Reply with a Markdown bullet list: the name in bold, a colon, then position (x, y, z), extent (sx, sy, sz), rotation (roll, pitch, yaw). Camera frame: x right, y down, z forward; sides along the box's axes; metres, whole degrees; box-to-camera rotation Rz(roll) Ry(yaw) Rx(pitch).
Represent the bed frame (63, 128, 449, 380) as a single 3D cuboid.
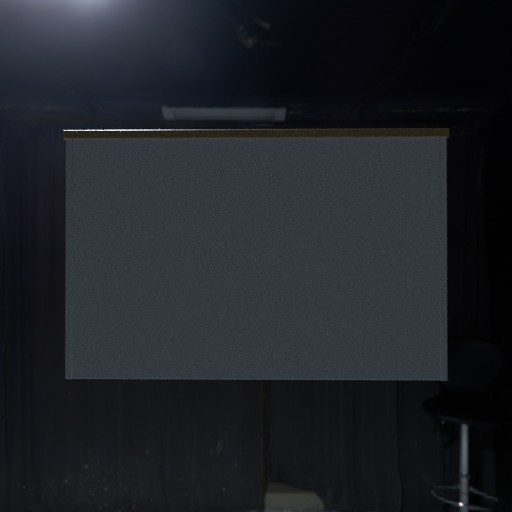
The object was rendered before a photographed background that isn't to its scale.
- **bed frame**: position (0.000, 0.000, 1.704), extent (1.300, 0.850, 0.430), rotation (0, 0, 1)
